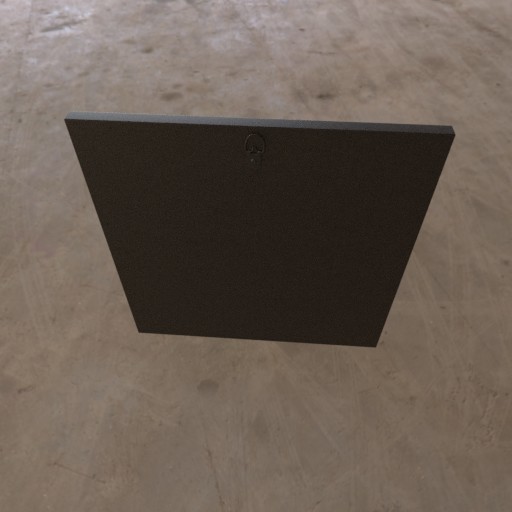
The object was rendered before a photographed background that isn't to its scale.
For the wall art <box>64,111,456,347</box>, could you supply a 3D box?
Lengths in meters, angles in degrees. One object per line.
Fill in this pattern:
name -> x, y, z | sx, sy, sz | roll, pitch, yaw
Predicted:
wall art -> 0.000, 0.000, 1.212 | 0.805, 0.807, 0.043 | 3, 47, 3
